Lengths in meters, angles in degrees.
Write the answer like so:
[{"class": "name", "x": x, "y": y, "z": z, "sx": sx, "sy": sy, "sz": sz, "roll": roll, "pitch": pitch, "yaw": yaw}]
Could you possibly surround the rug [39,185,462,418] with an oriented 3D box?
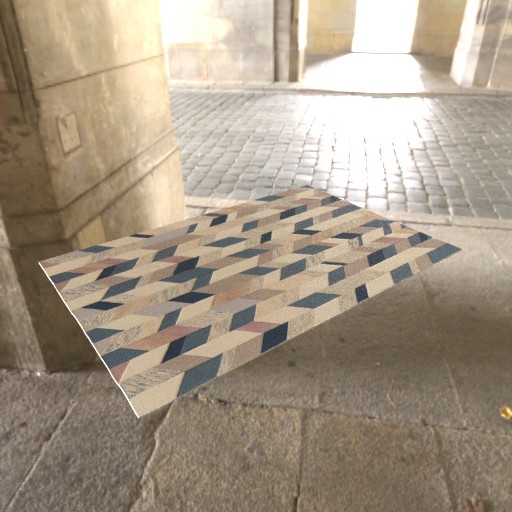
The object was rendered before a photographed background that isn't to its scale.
[{"class": "rug", "x": 0.000, "y": 0.000, "z": 2.268, "sx": 1.813, "sy": 0.006, "sz": 1.202, "roll": -20, "pitch": 35, "yaw": -31}]
